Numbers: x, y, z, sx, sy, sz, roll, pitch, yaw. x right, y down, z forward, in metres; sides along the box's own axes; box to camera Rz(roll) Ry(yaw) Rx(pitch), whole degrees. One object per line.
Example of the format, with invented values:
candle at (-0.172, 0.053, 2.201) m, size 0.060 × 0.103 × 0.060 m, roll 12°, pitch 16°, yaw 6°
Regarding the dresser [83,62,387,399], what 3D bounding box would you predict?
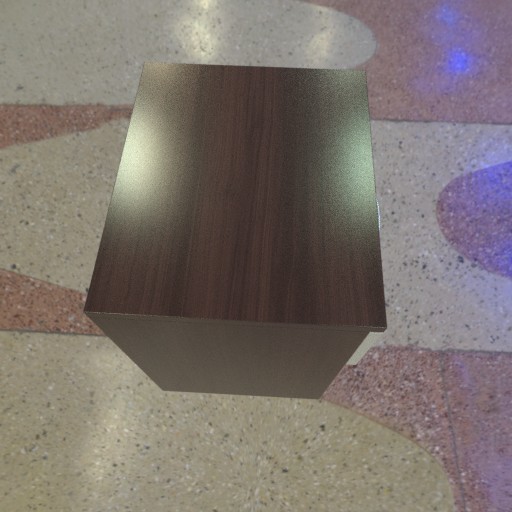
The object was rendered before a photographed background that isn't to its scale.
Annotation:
dresser at (0.000, 0.000, 0.784) m, size 0.360 × 0.470 × 0.400 m, roll 3°, pitch 63°, yaw 1°
